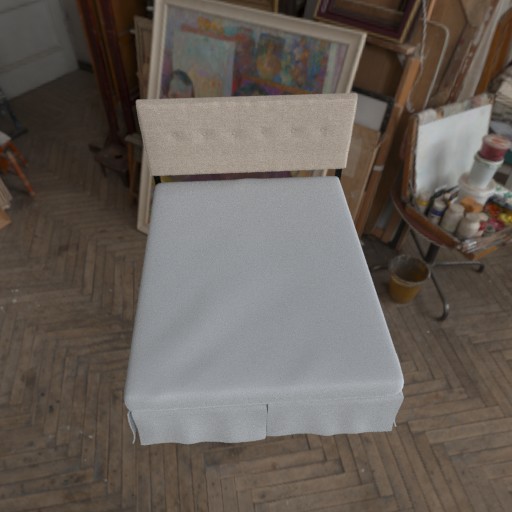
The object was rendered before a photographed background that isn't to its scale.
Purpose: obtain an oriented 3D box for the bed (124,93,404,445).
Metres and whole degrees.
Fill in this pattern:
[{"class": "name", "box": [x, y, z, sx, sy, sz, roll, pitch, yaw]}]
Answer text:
[{"class": "bed", "box": [0.000, 0.000, 2.943, 1.643, 1.270, 1.978, -3, 46, -3]}]
